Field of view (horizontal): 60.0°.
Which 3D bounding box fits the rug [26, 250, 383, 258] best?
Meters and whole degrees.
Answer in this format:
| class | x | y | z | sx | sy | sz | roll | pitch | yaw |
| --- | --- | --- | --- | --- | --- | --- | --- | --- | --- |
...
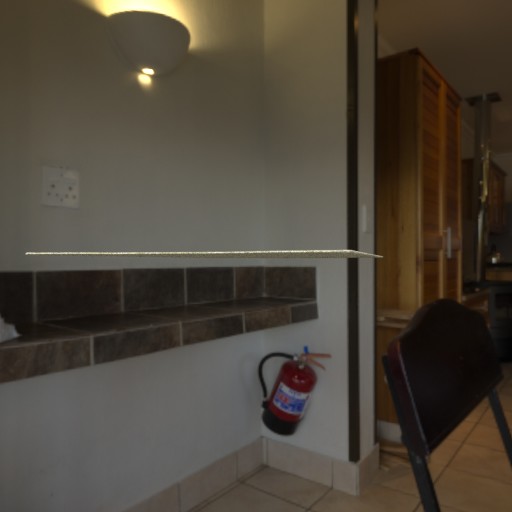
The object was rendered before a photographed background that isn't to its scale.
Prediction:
| class | x | y | z | sx | sy | sz | roll | pitch | yaw |
| --- | --- | --- | --- | --- | --- | --- | --- | --- | --- |
| rug | 0.000 | 0.000 | 2.213 | 1.143 | 0.010 | 1.758 | 0 | -1 | 19 |
